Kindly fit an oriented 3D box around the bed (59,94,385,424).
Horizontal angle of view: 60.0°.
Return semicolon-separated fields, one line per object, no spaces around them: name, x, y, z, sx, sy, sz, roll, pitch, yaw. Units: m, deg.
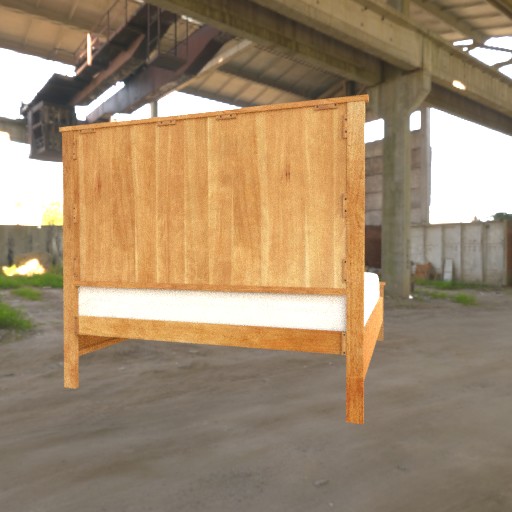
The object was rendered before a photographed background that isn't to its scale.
bed;0.000;0.000;4.147;2.225;1.938;2.530;0;1;19
